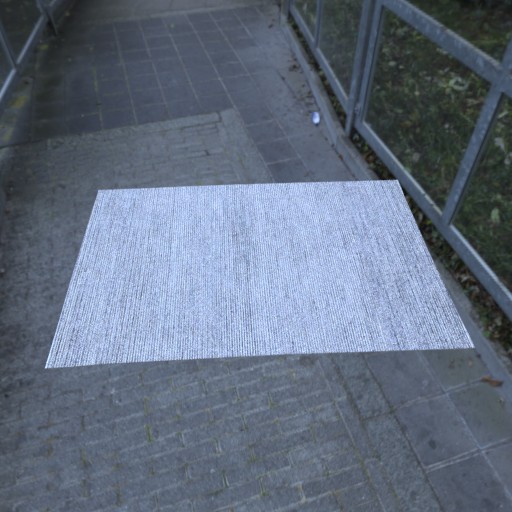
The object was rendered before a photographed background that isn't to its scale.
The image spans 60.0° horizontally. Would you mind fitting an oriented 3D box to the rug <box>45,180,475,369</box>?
[{"bbox_3d":[0.000,0.000,2.228,1.789,0.021,1.159,-2,47,-2],"label":"rug"}]
